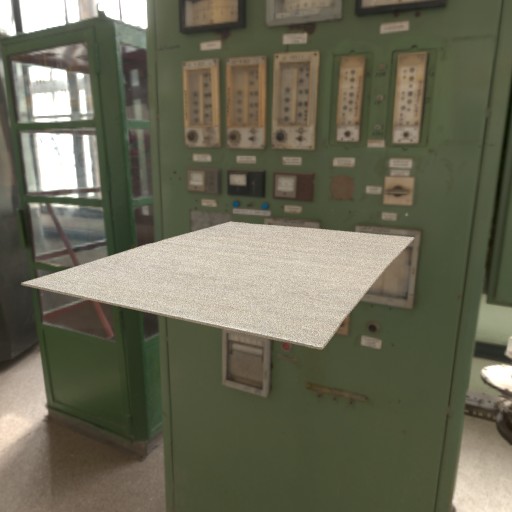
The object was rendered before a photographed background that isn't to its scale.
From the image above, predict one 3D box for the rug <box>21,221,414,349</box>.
[{"bbox_3d":[0.000,0.000,4.794,2.757,0.051,3.626,7,16,27],"label":"rug"}]
